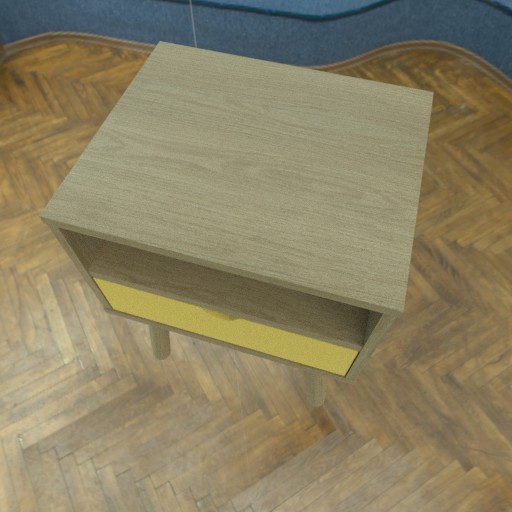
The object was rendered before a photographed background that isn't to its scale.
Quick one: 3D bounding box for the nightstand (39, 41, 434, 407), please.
[{"bbox_3d":[0.000,0.000,0.856,0.450,0.571,0.380,14,60,9],"label":"nightstand"}]
